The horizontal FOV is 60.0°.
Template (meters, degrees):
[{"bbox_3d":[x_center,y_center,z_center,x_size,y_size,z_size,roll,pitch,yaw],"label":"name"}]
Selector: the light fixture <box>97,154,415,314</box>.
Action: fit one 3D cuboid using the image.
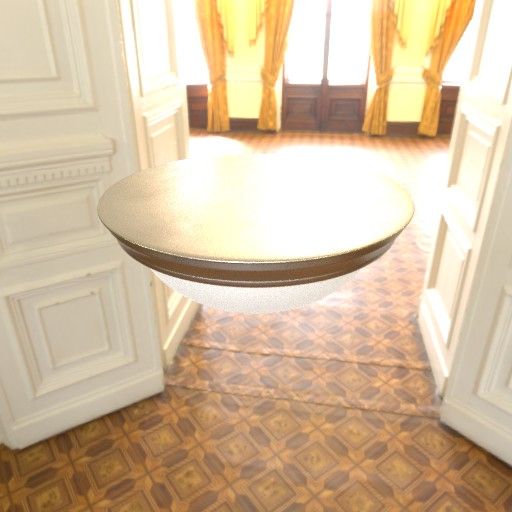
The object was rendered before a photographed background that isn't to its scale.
[{"bbox_3d":[0.000,0.000,0.440,0.280,0.135,0.280,0,27,0],"label":"light fixture"}]
